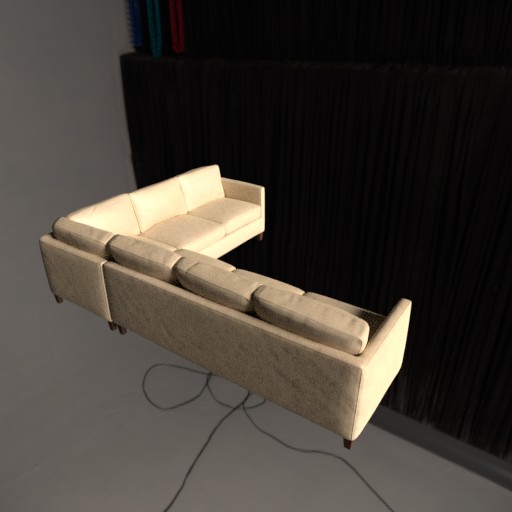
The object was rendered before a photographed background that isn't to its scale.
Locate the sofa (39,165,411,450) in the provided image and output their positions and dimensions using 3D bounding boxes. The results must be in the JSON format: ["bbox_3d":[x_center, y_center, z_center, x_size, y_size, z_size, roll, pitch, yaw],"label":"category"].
[{"bbox_3d":[0.000,0.000,4.411,3.302,0.947,2.593,17,31,30],"label":"sofa"}]
